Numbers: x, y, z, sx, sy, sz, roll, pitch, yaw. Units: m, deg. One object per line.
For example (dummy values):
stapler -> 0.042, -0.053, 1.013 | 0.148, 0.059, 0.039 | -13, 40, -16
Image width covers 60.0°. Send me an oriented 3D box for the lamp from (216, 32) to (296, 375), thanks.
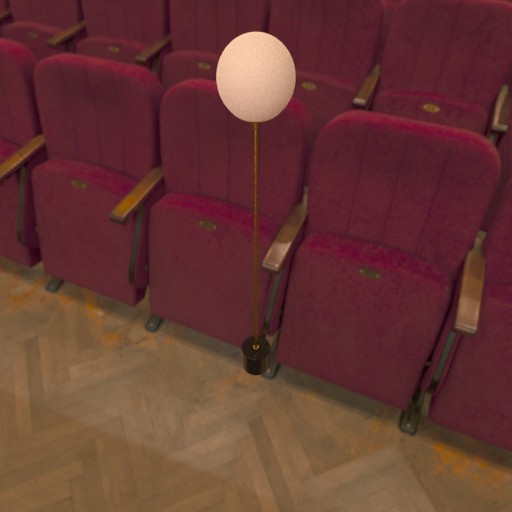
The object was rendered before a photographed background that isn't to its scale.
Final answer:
lamp -> 0.000, 0.000, 1.833 | 0.229, 1.748, 0.229 | 18, 49, 16
